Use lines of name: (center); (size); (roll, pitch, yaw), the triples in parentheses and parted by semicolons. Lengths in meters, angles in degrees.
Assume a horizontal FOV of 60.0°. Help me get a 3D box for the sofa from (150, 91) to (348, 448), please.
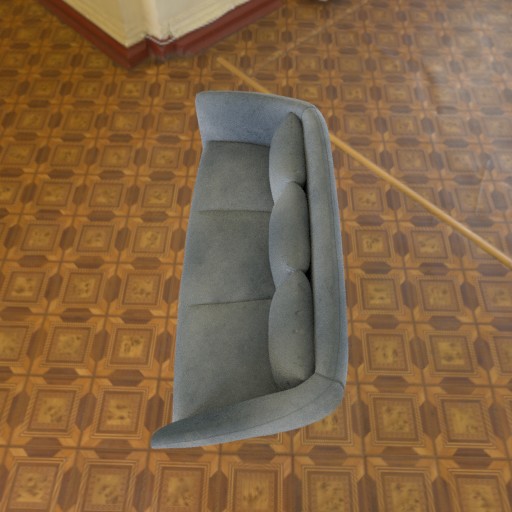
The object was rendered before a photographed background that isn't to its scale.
sofa: (0.000, 0.000, 2.515); (0.849, 0.795, 2.095); (1, 59, 1)
